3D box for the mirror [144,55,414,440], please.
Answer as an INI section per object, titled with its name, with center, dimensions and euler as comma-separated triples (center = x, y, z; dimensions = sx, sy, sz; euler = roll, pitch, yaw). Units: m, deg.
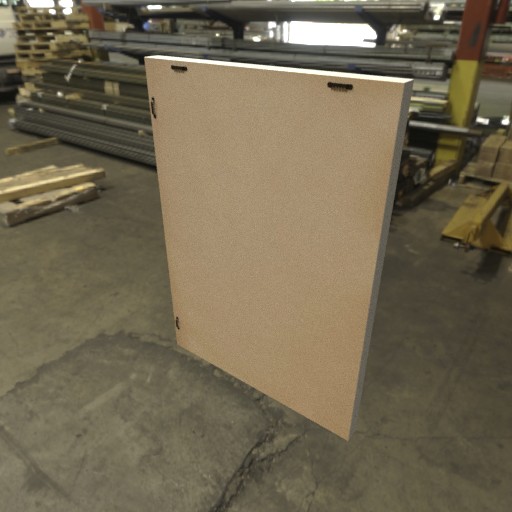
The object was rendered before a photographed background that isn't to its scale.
[mirror]
center = 0.000, 0.000, 0.897
dimensions = 0.507, 0.710, 0.040
euler = 20, 36, 31
